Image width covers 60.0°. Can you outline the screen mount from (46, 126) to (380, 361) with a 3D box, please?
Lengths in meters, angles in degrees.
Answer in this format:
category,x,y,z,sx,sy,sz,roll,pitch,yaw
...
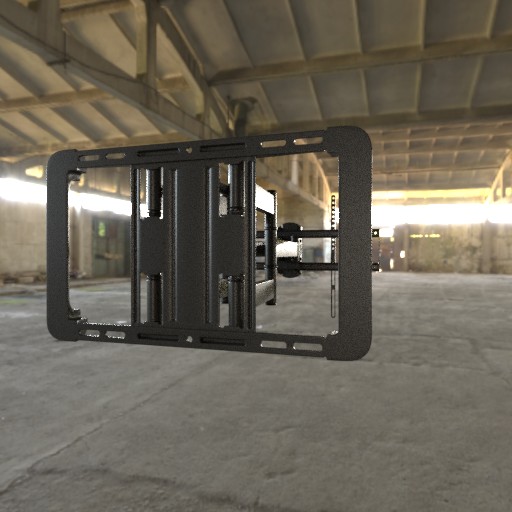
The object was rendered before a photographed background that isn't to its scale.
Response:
category,x,y,z,sx,sy,sz,roll,pitch,yaw
screen mount,0.000,0.000,1.340,0.725,0.483,0.905,0,0,18
